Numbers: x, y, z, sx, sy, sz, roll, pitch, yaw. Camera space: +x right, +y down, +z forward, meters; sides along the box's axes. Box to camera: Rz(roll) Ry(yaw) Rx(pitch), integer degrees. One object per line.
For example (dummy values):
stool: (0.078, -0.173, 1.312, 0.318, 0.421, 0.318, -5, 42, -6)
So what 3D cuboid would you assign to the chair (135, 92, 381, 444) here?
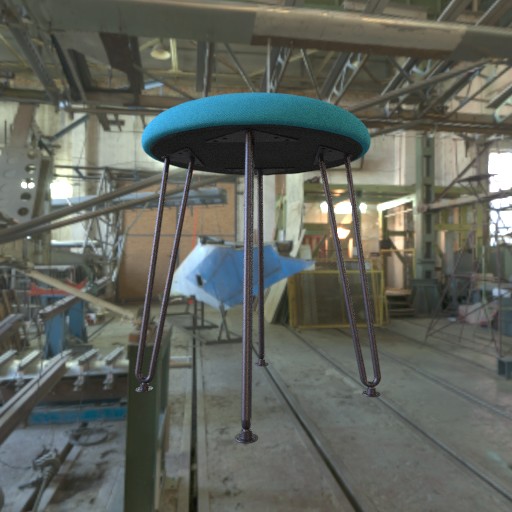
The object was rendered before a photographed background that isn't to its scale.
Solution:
chair: (0.000, 0.000, 0.699, 0.350, 0.430, 0.350, 0, 0, 37)
